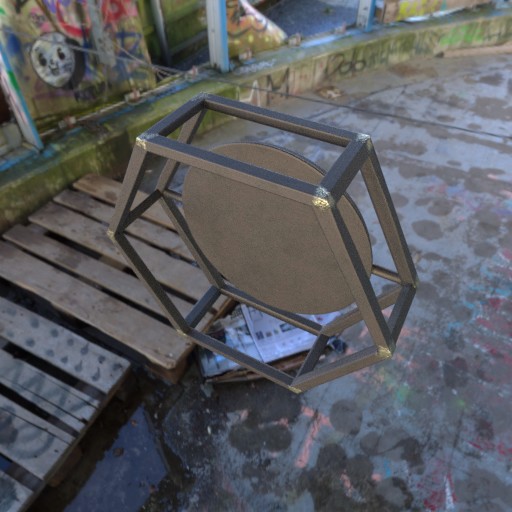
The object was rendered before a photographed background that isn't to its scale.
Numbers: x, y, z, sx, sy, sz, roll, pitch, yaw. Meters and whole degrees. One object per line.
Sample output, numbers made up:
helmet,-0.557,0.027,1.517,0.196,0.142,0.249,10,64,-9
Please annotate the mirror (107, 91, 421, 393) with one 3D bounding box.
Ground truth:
mirror,0.000,0.000,0.550,0.380,0.334,0.119,22,50,20
